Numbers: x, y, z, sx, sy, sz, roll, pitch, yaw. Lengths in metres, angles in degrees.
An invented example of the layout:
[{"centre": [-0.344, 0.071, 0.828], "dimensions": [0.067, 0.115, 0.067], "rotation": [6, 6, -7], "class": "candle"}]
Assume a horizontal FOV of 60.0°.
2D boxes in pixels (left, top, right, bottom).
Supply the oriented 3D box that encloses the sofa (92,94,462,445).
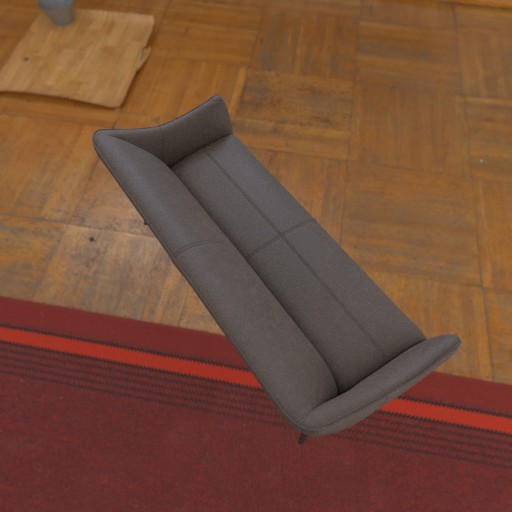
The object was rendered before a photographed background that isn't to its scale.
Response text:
[{"centre": [0.000, 0.000, 2.326], "dimensions": [0.869, 0.831, 1.928], "rotation": [-31, 64, -17], "class": "sofa"}]
